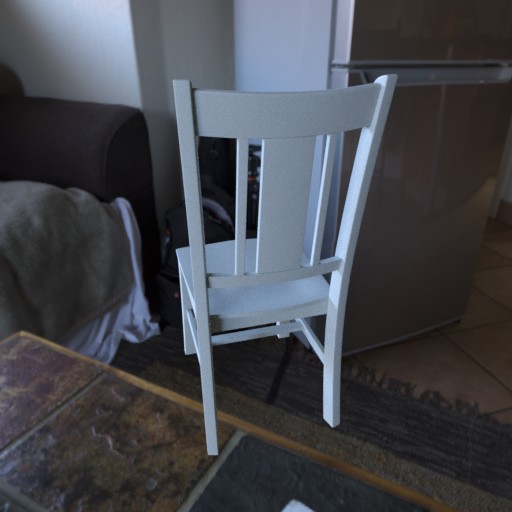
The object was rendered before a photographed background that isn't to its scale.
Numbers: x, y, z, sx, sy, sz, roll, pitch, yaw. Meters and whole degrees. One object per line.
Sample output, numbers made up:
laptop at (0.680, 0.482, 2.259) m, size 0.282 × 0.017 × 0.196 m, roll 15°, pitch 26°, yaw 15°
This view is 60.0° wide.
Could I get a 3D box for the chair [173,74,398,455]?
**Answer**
chair at (0.000, 0.000, 1.276) m, size 0.450 × 0.998 × 0.555 m, roll -7°, pitch 27°, yaw -14°
